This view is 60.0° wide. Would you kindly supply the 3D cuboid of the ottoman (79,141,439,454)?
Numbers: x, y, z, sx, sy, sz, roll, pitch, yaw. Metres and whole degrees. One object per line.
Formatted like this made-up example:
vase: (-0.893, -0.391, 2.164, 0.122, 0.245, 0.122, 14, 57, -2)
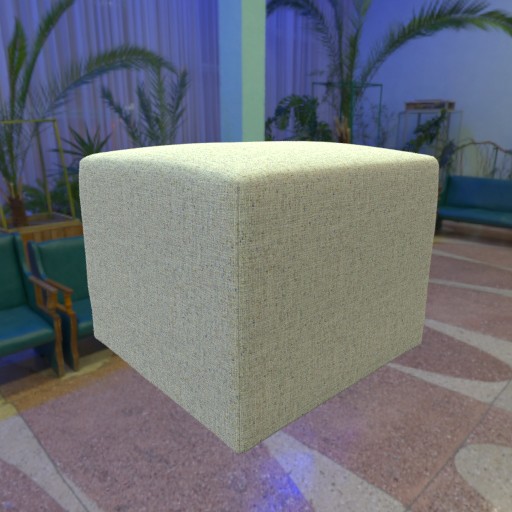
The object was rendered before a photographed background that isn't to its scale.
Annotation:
ottoman: (0.000, 0.000, 0.909, 0.521, 0.453, 0.512, -14, 21, -40)
